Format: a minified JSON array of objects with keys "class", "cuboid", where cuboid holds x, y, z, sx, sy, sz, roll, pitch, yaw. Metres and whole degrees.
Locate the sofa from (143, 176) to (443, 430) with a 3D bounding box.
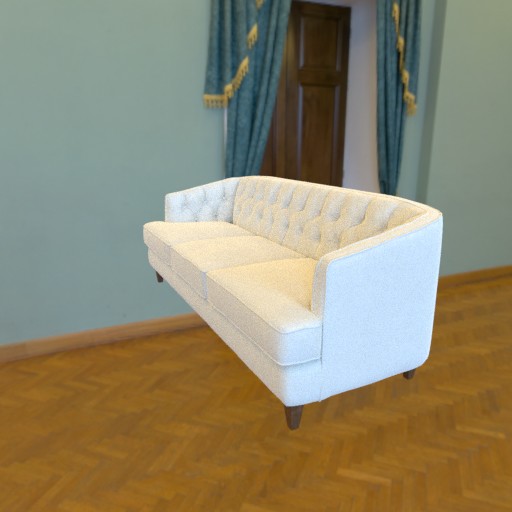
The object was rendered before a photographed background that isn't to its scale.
[{"class":"sofa","cuboid":[0.000,0.000,2.754,0.941,0.855,2.278,-7,17,-25]}]
